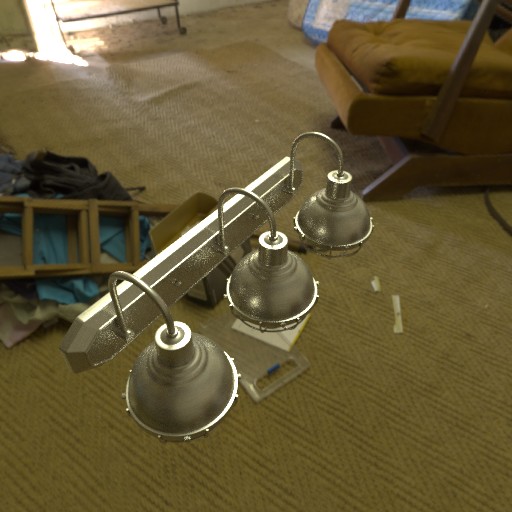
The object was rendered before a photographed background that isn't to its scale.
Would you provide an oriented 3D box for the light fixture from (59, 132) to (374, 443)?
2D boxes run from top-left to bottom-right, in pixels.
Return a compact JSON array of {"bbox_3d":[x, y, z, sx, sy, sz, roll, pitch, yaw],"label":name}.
[{"bbox_3d":[0.000,0.000,0.762,0.229,0.254,0.634,25,47,25],"label":"light fixture"}]
